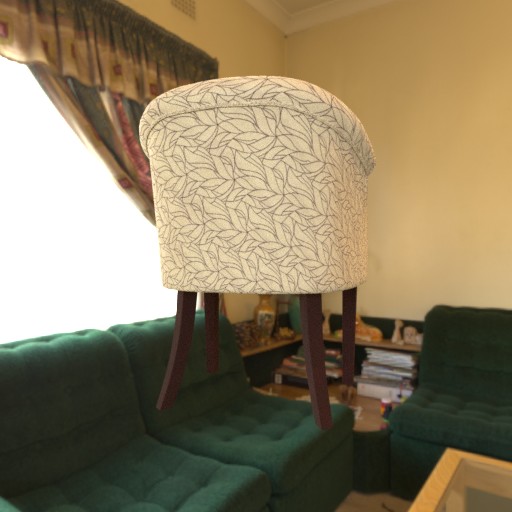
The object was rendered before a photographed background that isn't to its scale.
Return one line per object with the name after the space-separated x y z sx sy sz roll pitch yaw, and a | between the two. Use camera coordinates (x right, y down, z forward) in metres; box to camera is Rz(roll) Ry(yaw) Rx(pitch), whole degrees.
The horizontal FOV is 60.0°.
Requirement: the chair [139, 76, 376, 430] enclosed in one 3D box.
0.000 0.000 1.322 0.686 0.858 0.613 0 0 18 | chair
